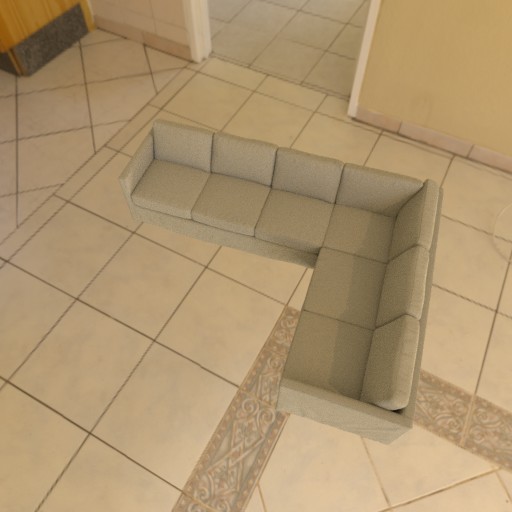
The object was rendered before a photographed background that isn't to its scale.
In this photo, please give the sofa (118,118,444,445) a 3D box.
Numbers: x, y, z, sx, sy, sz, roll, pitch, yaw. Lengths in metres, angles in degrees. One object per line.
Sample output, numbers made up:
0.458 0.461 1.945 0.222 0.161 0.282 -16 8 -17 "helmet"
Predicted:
0.000 0.000 4.284 3.182 0.871 2.432 16 58 10 "sofa"
